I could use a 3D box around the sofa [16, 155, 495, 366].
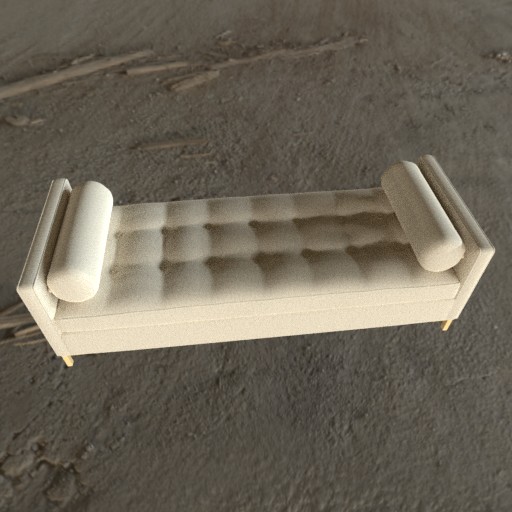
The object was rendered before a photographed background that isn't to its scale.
[{"bbox_3d":[0.000,0.000,2.264,1.985,0.641,0.746,-5,47,-4],"label":"sofa"}]
